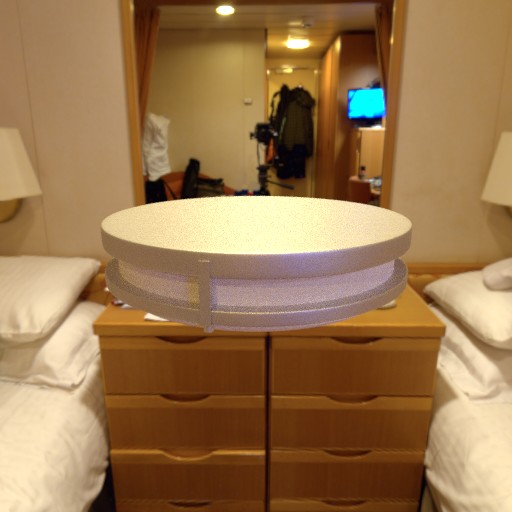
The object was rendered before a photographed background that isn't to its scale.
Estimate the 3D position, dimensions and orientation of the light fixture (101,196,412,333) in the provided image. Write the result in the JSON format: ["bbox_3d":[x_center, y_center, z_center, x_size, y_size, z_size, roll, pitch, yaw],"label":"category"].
[{"bbox_3d":[0.000,0.000,0.545,0.356,0.102,0.356,0,15,0],"label":"light fixture"}]
